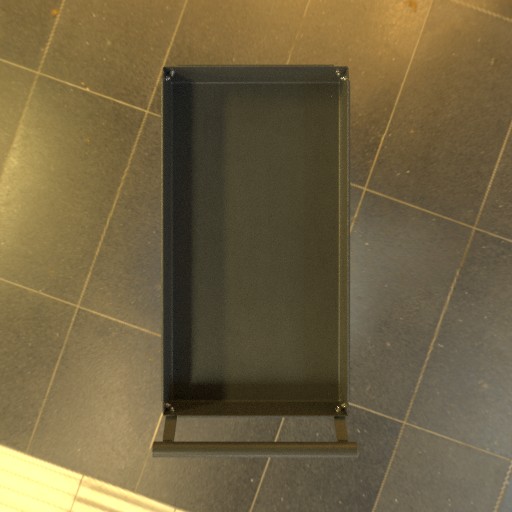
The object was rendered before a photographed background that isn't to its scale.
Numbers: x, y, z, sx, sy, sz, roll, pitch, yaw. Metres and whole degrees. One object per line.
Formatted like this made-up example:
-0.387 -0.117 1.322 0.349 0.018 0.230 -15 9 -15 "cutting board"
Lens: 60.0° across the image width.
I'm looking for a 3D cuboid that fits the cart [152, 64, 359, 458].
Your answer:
0.000 0.000 1.170 0.366 0.780 0.719 0 90 0 "cart"
